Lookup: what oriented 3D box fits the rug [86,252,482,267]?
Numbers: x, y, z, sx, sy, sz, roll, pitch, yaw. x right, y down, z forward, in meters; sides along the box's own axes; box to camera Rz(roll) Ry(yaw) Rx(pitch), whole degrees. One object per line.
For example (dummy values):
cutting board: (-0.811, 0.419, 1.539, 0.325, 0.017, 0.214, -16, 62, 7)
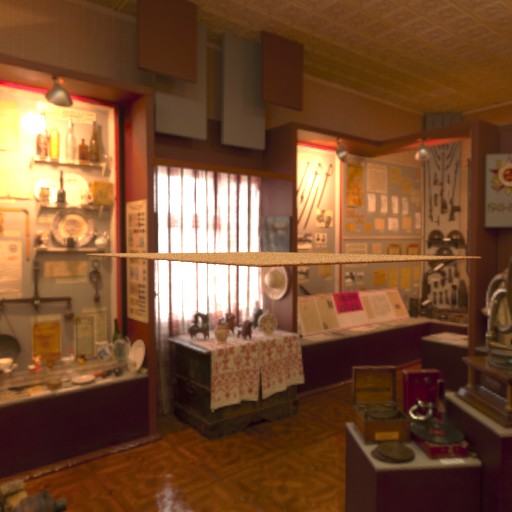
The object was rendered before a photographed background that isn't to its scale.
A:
rug: (0.000, 0.000, 2.826, 1.566, 0.013, 2.141, -1, 2, -37)
